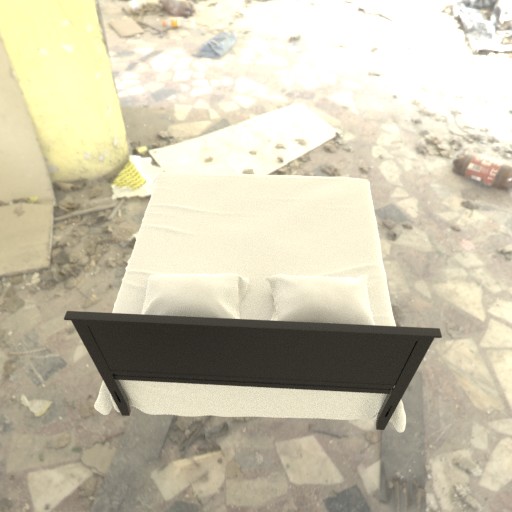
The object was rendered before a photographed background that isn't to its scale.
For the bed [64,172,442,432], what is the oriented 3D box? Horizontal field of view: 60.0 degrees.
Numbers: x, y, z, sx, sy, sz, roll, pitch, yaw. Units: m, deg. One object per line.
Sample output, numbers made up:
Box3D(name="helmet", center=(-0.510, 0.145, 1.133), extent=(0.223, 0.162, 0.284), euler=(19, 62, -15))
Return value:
Box3D(name="bed", center=(0.000, 0.000, 3.547), extent=(2.315, 1.271, 2.219), euler=(2, 47, 2))
